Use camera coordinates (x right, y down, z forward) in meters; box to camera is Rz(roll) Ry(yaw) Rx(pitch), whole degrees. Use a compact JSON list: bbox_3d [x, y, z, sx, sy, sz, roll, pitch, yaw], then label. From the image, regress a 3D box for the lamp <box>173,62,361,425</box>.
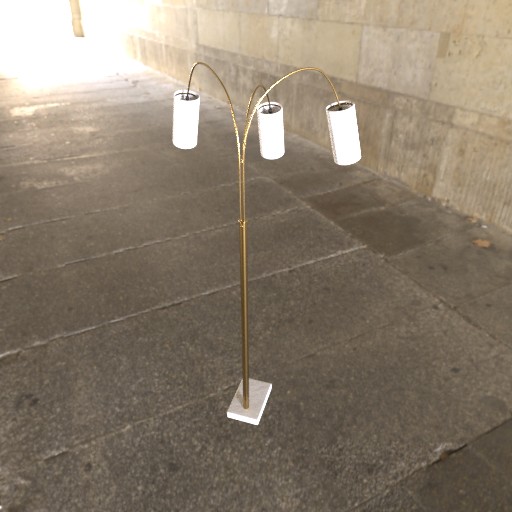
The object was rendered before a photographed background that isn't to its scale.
[{"bbox_3d":[0.000,0.000,2.550,1.020,2.055,0.667,9,32,15],"label":"lamp"}]
